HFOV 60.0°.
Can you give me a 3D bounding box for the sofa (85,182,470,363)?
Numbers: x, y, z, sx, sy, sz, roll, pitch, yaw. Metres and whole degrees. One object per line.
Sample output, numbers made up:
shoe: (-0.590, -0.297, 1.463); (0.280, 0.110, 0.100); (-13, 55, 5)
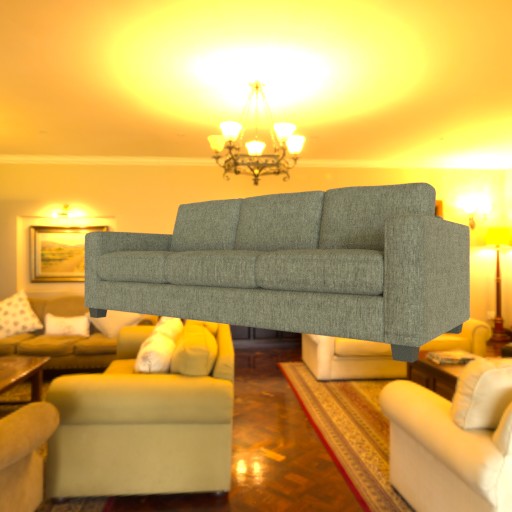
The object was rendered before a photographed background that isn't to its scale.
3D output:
sofa: (0.000, 0.000, 2.612); (2.160, 0.800, 0.900); (0, 0, 37)
